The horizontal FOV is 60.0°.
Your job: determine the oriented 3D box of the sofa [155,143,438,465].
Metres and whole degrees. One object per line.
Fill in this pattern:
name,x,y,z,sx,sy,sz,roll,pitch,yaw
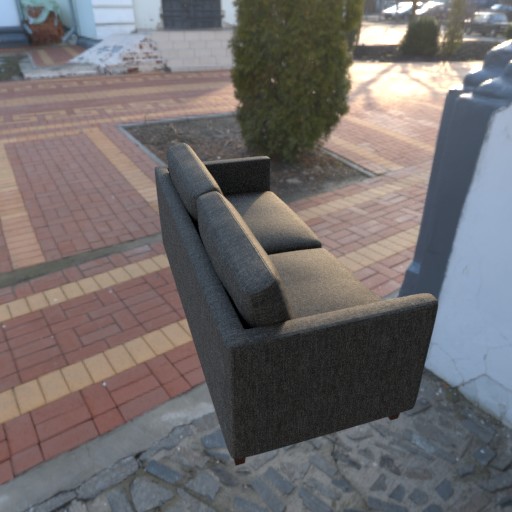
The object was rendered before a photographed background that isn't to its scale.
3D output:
sofa,0.000,0.000,2.744,0.948,0.960,2.208,-9,31,-16
